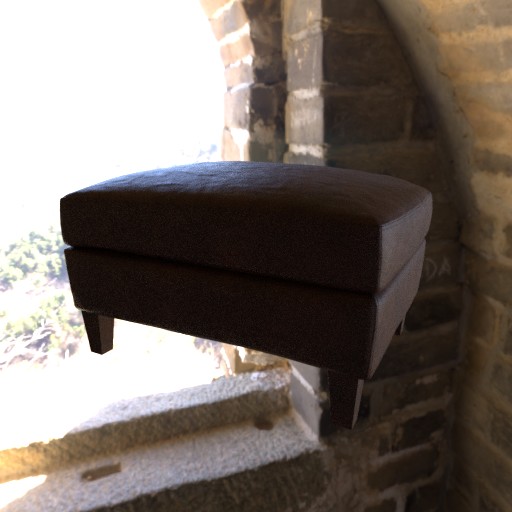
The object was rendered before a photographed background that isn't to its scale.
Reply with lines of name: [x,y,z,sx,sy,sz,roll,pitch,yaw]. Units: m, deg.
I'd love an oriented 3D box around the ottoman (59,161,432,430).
ottoman: [0.000,0.000,1.274,0.887,0.527,0.659,8,16,27]
